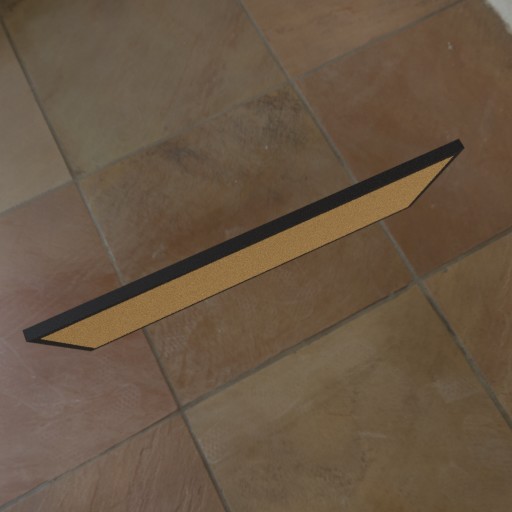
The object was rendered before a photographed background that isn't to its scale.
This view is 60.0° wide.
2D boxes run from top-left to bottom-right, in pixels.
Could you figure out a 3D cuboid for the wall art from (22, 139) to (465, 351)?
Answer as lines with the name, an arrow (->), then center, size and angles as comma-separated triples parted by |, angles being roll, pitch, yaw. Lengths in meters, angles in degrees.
wall art -> 0.000, 0.000, 1.718 | 1.572, 0.554, 0.041 | -24, 76, -6
